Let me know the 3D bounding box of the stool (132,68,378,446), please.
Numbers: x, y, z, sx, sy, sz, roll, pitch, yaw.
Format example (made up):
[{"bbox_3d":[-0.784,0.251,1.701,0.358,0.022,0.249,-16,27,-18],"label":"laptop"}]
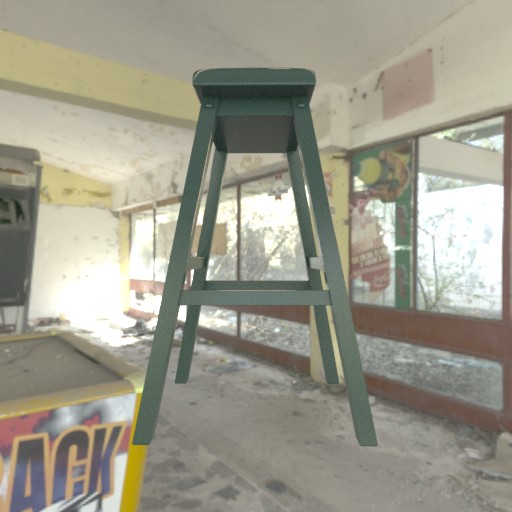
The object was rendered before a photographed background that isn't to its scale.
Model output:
[{"bbox_3d":[0.000,0.000,1.088,0.476,0.737,0.457,0,0,1],"label":"stool"}]
